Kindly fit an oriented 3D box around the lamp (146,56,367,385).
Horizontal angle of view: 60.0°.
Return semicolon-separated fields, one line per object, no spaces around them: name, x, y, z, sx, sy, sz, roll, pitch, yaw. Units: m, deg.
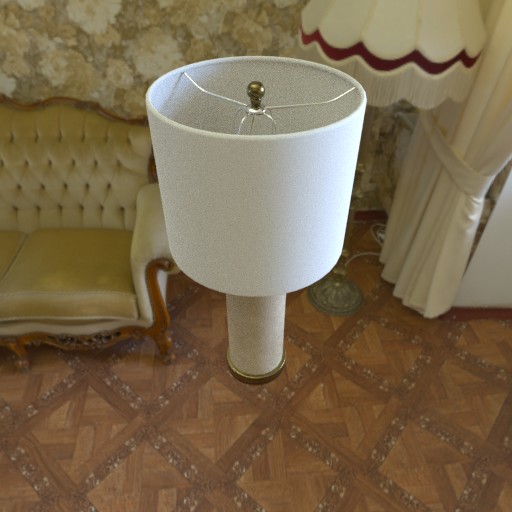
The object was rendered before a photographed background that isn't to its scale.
lamp;0.000;0.000;0.819;0.305;0.634;0.305;27;47;28
